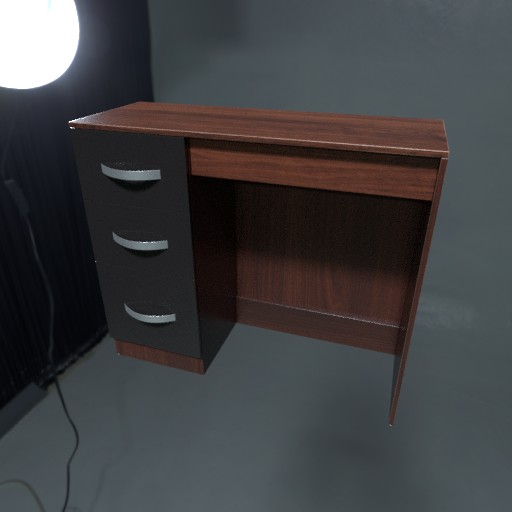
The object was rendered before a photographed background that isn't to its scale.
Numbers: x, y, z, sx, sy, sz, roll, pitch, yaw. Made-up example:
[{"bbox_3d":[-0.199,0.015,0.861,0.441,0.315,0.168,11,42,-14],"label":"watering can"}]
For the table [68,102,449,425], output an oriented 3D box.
[{"bbox_3d":[0.000,0.000,1.340,0.930,0.790,0.380,9,29,16],"label":"table"}]
